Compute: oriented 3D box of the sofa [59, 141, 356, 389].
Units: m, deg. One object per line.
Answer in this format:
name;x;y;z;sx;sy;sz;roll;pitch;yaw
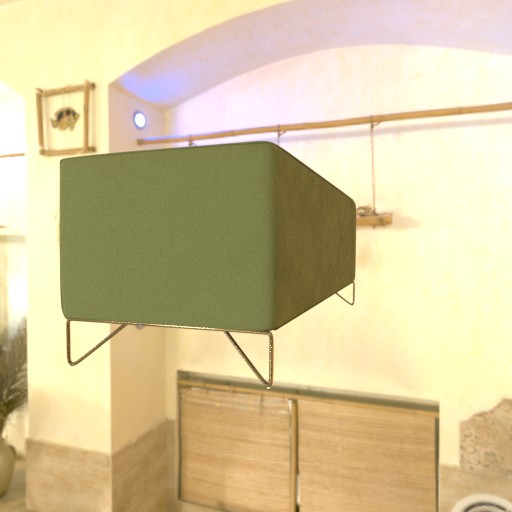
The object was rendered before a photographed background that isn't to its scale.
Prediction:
sofa;0.000;0.000;2.484;0.867;0.789;2.087;1;2;20
